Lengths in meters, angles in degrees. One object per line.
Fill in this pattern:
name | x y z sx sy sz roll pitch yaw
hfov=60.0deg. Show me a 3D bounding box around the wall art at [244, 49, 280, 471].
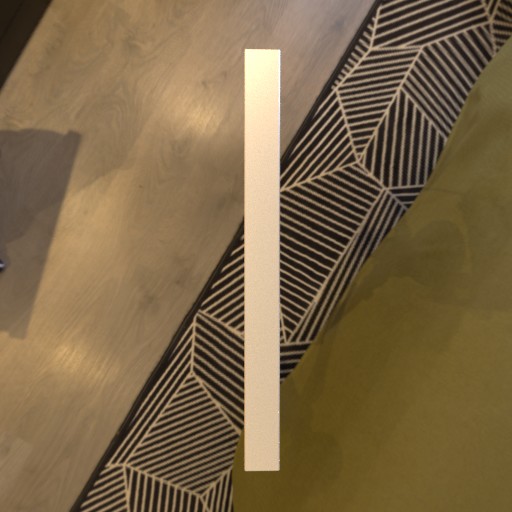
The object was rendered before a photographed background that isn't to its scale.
wall art | 0.000 0.000 0.750 0.038 0.549 0.452 0 92 -1
